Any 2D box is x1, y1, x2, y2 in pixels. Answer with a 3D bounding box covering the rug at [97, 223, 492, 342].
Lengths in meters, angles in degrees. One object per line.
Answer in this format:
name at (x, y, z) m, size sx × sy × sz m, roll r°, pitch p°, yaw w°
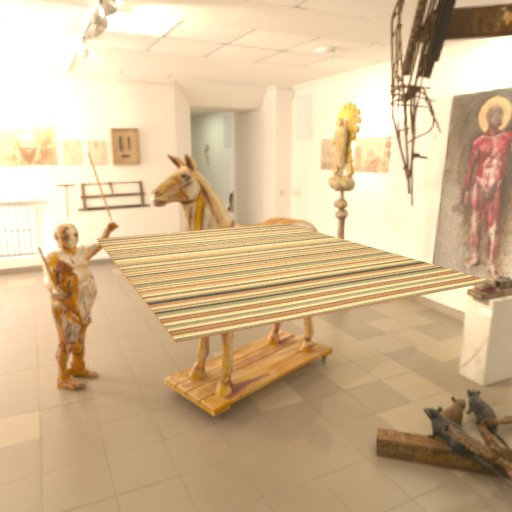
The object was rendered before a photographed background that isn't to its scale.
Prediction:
rug at (0.000, 0.000, 4.109) m, size 2.436 × 0.011 × 3.045 m, roll -7°, pitch 15°, yaw -26°
